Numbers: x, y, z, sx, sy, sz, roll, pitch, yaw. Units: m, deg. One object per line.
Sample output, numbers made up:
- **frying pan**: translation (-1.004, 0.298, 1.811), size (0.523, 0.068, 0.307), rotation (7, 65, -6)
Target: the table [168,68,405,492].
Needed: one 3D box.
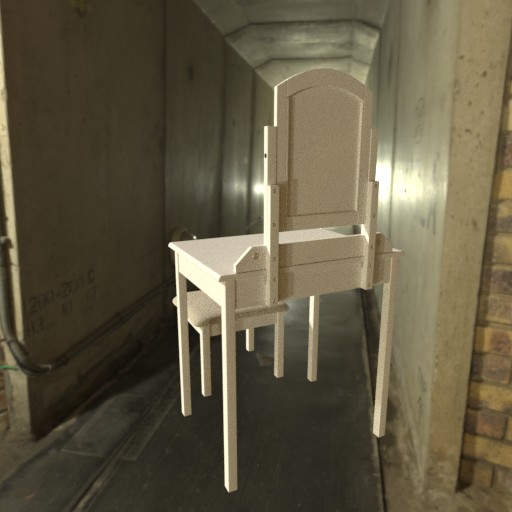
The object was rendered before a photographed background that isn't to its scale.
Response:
- **table**: translation (0.000, 0.000, 2.278), size (0.876, 1.631, 1.211), rotation (-7, 15, -26)
